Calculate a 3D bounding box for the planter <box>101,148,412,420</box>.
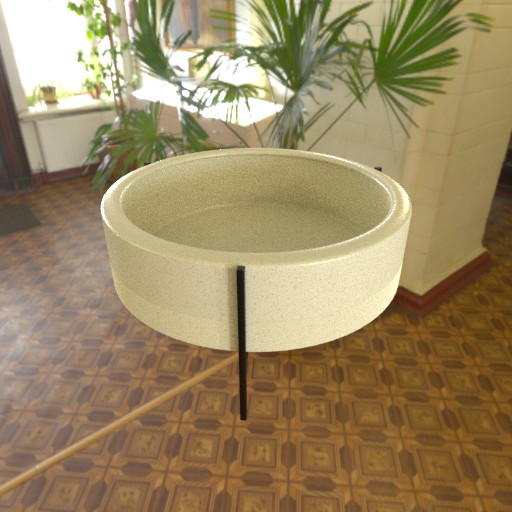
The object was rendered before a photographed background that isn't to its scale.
[{"bbox_3d":[0.000,0.000,0.535,0.336,0.171,0.345,2,30,4],"label":"planter"}]
